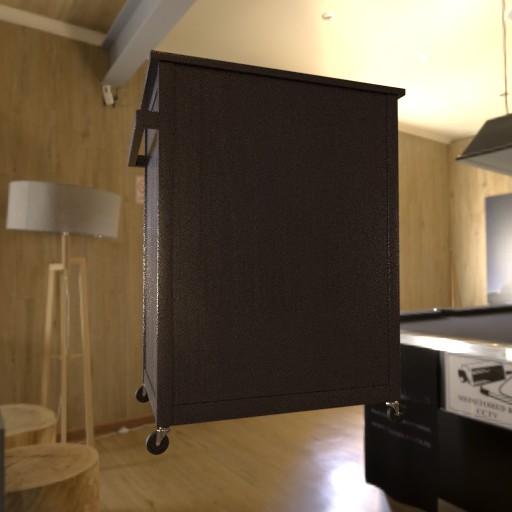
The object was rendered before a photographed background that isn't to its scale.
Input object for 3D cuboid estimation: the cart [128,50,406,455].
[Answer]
[{"bbox_3d":[0.000,0.000,1.262,0.690,0.878,0.449,1,-2,-18],"label":"cart"}]
